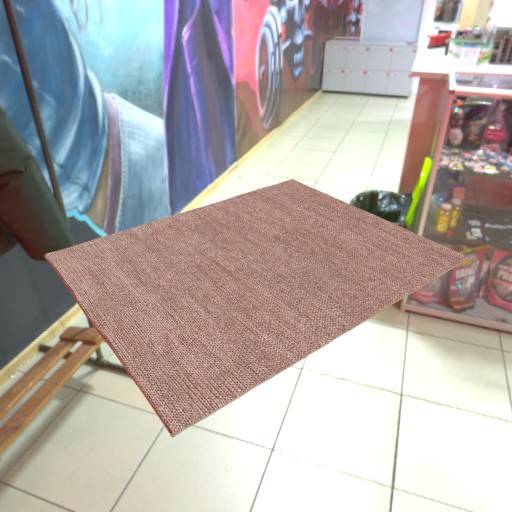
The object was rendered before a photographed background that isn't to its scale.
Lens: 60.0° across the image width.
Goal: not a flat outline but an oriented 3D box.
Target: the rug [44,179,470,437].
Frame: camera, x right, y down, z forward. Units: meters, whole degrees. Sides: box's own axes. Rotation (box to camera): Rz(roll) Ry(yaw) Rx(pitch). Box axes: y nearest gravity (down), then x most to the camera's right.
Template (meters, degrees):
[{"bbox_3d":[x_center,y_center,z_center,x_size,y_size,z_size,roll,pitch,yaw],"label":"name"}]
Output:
[{"bbox_3d":[0.000,0.000,4.042,3.052,0.030,2.429,-22,38,-32],"label":"rug"}]
